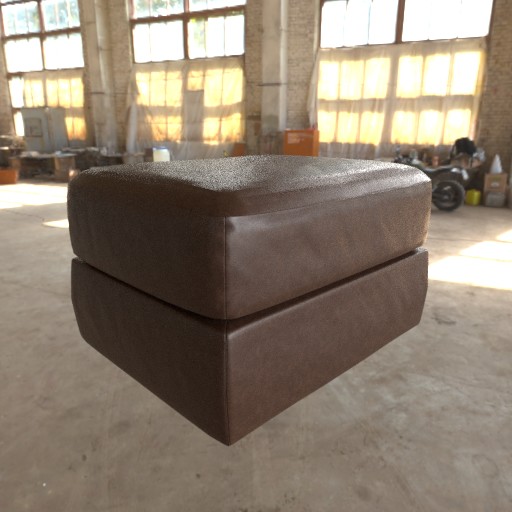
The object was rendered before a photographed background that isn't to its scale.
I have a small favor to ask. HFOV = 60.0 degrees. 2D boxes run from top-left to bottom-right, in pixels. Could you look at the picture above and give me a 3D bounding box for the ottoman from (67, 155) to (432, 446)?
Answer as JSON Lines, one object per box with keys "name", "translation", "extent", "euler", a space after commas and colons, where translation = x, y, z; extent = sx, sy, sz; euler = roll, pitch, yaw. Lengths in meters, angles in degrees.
{"name": "ottoman", "translation": [0.000, 0.000, 1.129], "extent": [0.751, 0.476, 0.603], "euler": [-16, 22, -42]}
